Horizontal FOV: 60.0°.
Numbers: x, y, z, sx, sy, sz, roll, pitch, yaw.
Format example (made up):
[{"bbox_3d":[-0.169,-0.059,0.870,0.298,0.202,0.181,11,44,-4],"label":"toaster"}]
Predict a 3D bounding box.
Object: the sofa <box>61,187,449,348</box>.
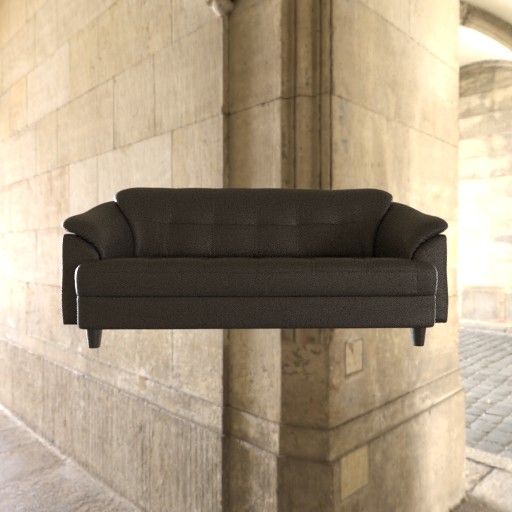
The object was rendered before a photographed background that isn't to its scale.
[{"bbox_3d":[0.000,0.000,2.312,1.829,0.811,0.800,0,1,-2],"label":"sofa"}]
